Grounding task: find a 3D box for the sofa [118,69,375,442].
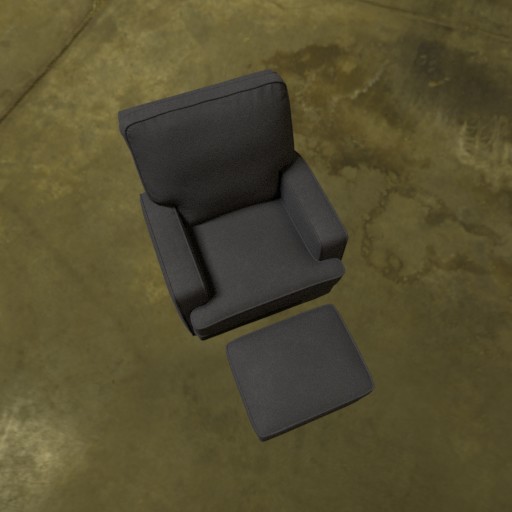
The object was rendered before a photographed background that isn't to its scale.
[{"bbox_3d":[0.000,0.000,2.053,0.861,0.959,1.472,-20,65,-10],"label":"sofa"}]
